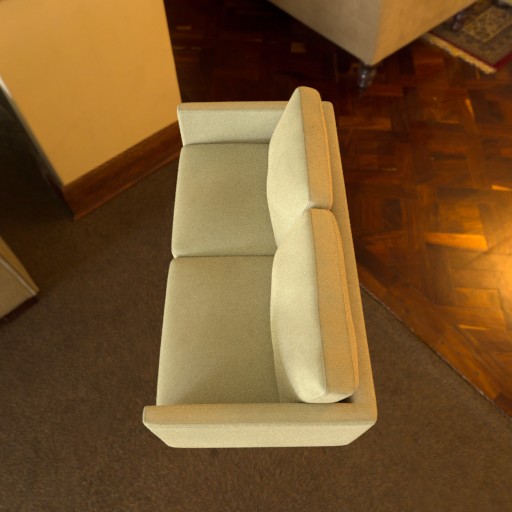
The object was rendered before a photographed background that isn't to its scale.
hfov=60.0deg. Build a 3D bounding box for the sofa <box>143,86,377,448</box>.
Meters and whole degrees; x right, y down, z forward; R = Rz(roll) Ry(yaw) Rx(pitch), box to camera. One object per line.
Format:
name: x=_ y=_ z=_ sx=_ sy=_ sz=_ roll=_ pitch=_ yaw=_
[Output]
sofa: x=0.000 y=0.000 z=2.398 sx=0.950 sy=0.940 sz=1.846 roll=-1 pitch=60 yaw=0
